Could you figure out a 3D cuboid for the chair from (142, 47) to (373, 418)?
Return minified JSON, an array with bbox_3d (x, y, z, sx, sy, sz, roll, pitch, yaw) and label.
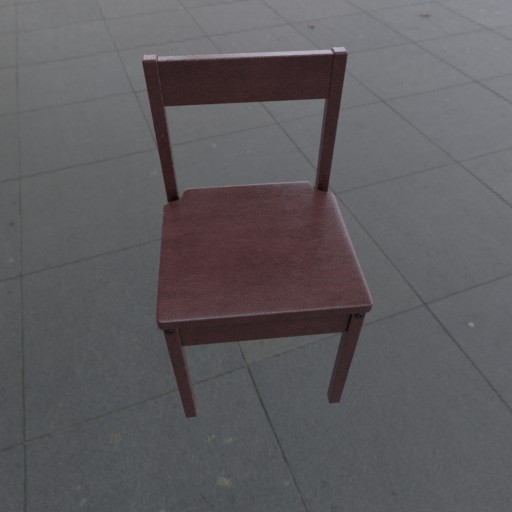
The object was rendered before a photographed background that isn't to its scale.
[{"bbox_3d":[0.000,0.000,0.893,0.367,0.668,0.361,-4,46,-4],"label":"chair"}]
